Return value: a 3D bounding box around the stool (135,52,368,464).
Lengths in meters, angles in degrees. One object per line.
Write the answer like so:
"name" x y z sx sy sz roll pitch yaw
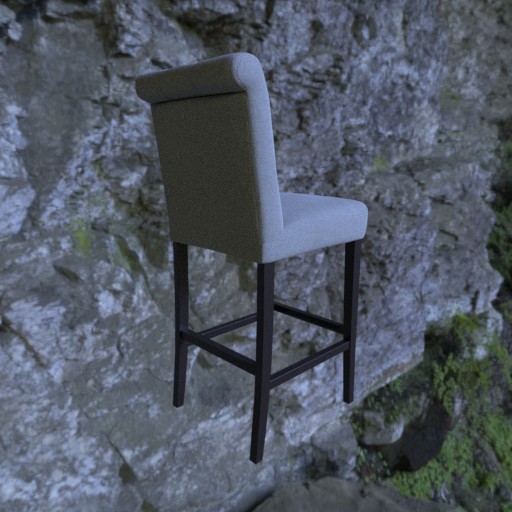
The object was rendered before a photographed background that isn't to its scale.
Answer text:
"stool" 0.000 0.000 1.485 0.601 1.140 0.493 -13 18 -42
